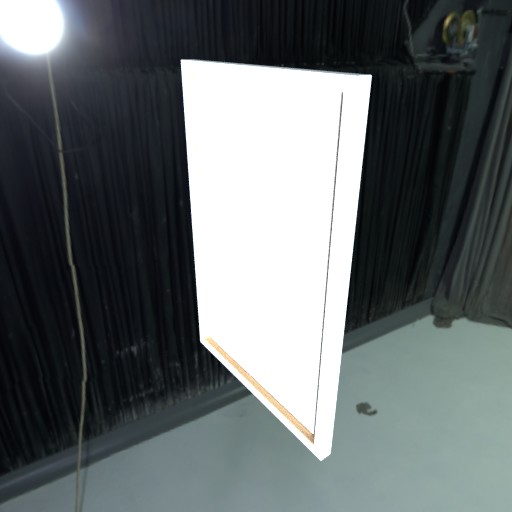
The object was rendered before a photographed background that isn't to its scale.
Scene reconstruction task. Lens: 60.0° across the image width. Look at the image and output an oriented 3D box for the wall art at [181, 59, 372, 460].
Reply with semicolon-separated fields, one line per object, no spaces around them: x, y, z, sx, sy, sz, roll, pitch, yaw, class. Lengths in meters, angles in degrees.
0.000;0.000;1.154;0.038;0.912;0.607;-18;32;-32;wall art
